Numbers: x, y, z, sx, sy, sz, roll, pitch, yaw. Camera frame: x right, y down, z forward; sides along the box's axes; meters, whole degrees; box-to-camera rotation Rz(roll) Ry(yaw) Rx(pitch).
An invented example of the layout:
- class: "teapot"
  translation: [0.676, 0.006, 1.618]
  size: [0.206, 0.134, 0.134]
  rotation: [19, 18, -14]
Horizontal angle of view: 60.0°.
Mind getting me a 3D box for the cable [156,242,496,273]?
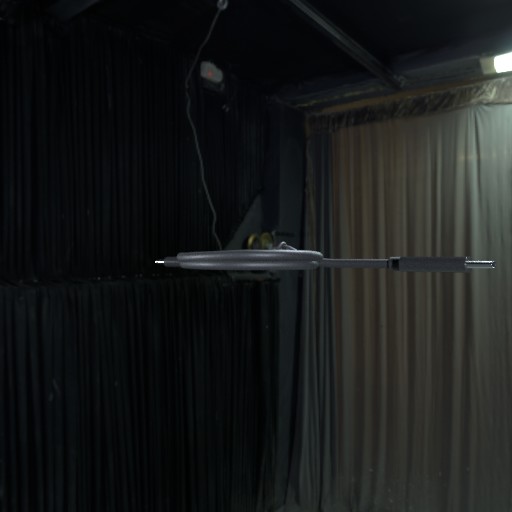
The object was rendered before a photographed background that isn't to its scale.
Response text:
- class: "cable"
  translation: [0.000, 0.000, 0.202]
  size: [0.186, 0.014, 0.070]
  rotation: [0, 0, 36]
